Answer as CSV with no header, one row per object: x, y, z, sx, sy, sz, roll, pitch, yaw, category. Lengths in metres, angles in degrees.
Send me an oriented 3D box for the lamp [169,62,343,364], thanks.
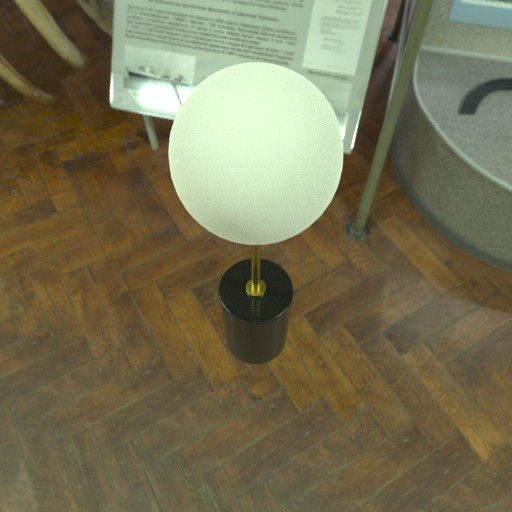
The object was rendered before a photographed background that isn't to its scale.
0.000,0.000,0.532,0.153,0.480,0.153,0,57,0,lamp
